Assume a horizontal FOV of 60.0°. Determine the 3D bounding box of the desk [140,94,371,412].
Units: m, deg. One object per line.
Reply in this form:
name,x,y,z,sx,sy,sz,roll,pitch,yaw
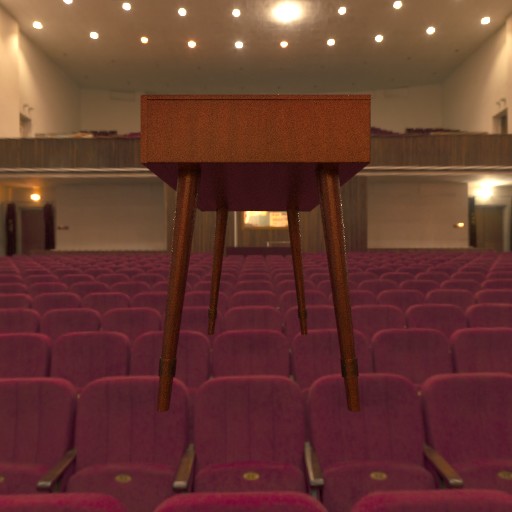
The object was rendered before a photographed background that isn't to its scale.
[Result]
desk,0.000,0.000,2.198,0.734,1.031,1.577,0,0,0
